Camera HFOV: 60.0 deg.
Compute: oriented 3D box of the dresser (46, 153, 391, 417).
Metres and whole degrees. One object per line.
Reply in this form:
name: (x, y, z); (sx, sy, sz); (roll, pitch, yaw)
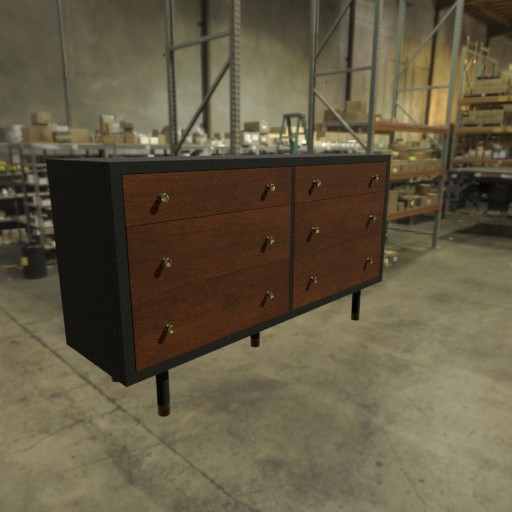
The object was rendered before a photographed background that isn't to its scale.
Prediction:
dresser: (0.000, 0.000, 1.986); (0.463, 0.872, 1.558); (13, 19, 43)
